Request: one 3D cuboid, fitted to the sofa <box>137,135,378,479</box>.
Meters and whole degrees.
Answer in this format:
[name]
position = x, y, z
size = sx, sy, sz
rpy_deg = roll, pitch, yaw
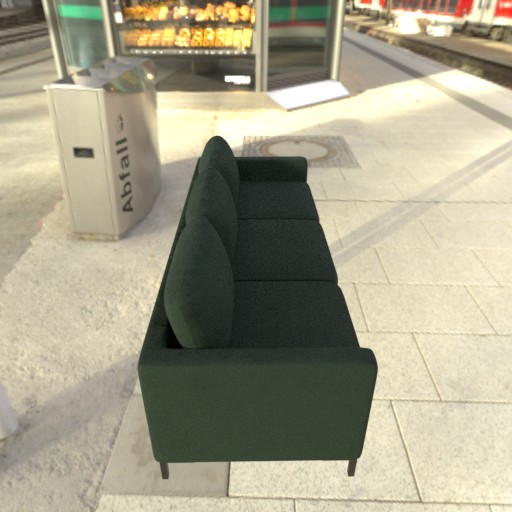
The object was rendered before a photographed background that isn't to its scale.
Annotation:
[sofa]
position = 0.000, 0.000, 2.569
size = 0.859, 0.870, 2.218
rpy_deg = 0, 31, -1
